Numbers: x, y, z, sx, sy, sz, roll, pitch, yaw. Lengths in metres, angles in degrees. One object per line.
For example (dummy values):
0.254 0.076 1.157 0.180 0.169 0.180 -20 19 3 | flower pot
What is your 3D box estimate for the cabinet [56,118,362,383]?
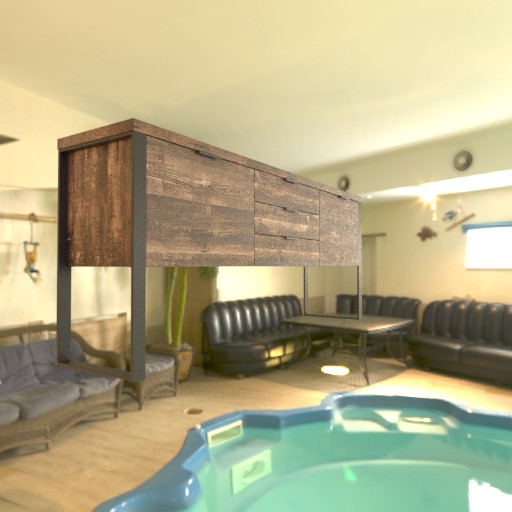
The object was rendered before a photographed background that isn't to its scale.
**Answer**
0.000 0.000 2.118 0.395 0.762 1.800 -1 -1 34 | cabinet
